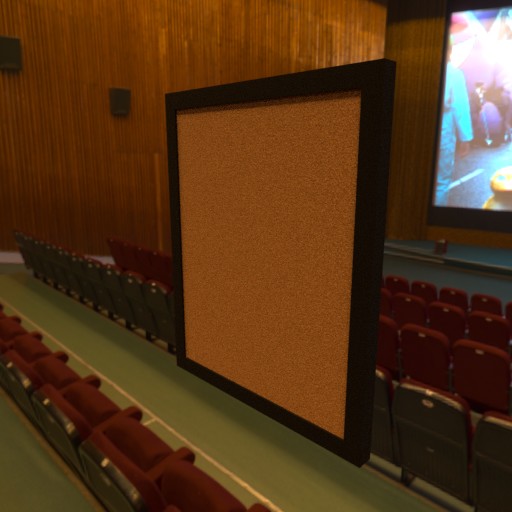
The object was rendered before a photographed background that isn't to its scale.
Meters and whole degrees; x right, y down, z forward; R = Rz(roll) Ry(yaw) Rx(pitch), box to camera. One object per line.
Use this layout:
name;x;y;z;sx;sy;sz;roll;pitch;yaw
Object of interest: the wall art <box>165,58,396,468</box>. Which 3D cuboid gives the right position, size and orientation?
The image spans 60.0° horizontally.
wall art;0.000;0.000;0.753;0.457;0.559;0.029;13;18;43
